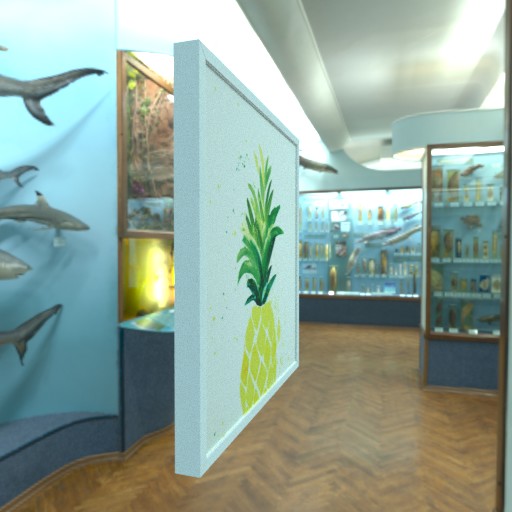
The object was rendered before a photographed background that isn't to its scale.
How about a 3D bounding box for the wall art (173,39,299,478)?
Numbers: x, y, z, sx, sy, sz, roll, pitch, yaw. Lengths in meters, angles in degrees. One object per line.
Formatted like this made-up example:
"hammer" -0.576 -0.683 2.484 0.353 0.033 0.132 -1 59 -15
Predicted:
"wall art" 0.000 0.000 0.458 0.020 0.307 0.307 0 1 19
